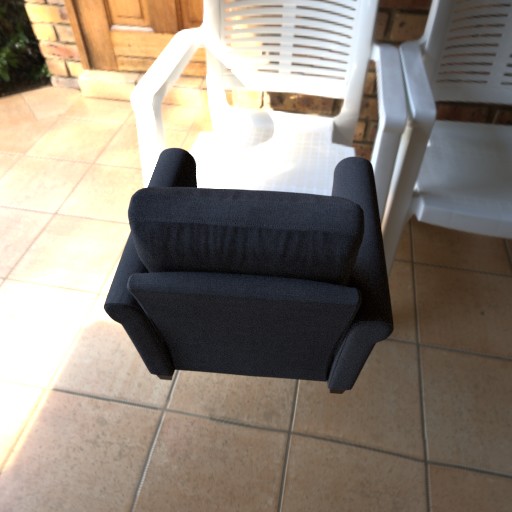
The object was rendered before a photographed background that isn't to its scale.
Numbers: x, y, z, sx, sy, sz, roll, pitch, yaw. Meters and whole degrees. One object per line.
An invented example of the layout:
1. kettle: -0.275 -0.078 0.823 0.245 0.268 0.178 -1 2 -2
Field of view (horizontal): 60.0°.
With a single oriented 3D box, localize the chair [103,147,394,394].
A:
1. chair: 0.000 0.000 1.602 0.867 0.942 0.828 4 47 3
